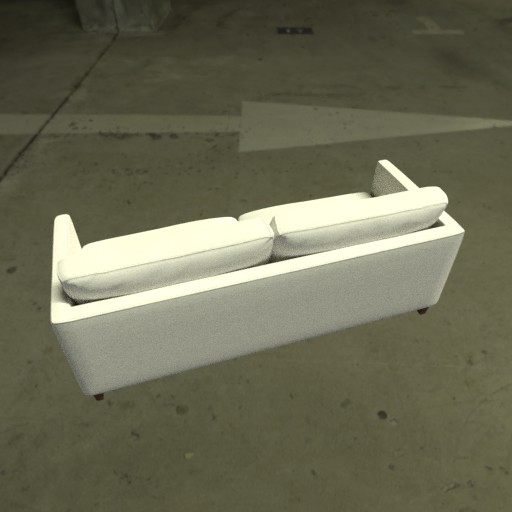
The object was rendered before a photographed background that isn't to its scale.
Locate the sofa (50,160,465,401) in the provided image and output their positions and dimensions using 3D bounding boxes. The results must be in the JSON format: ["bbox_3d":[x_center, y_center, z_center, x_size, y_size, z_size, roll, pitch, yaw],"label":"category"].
[{"bbox_3d":[0.000,0.000,2.872,2.361,0.962,0.951,-12,43,-13],"label":"sofa"}]
